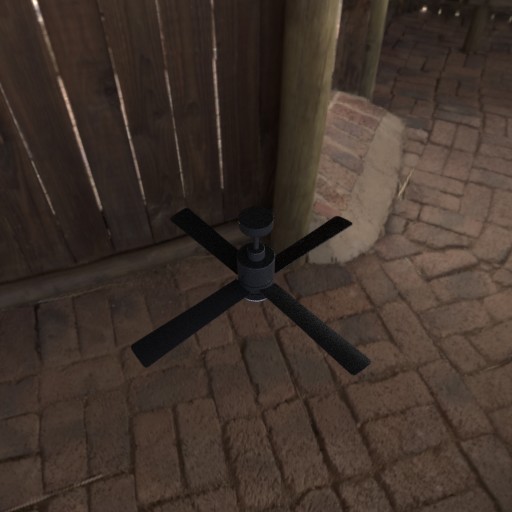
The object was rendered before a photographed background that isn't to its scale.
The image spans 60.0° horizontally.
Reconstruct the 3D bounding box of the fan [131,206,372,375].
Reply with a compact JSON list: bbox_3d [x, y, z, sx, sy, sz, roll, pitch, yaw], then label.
[{"bbox_3d":[0.000,0.000,2.350,1.525,0.534,1.525,-32,53,-27],"label":"fan"}]
